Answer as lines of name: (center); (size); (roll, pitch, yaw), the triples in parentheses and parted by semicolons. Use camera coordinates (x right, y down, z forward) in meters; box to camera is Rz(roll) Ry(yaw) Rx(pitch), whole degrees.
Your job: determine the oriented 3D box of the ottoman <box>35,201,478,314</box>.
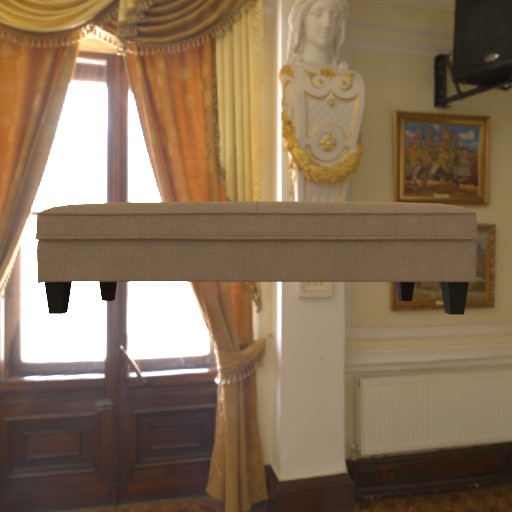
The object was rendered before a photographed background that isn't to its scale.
ottoman: (0.000, 0.000, 2.042); (1.726, 0.460, 0.735); (0, -1, 0)
